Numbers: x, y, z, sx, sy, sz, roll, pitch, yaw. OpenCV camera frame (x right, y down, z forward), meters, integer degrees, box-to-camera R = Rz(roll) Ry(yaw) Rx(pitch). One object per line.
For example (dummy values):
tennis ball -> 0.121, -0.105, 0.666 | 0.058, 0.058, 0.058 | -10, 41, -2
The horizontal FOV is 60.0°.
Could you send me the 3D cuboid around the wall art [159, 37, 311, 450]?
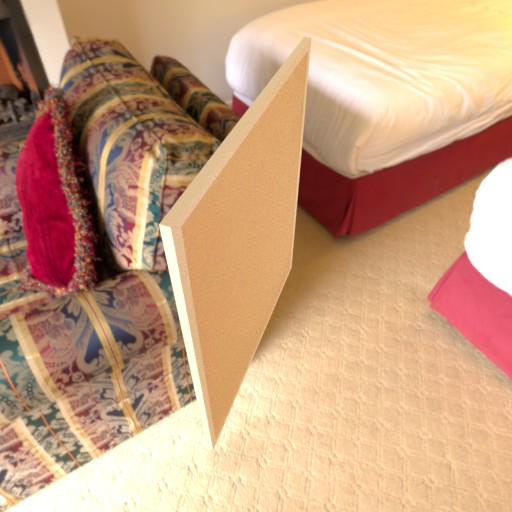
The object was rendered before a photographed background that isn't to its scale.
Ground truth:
wall art -> 0.000, 0.000, 0.766 | 0.012, 0.557, 0.482 | 15, 48, 14
